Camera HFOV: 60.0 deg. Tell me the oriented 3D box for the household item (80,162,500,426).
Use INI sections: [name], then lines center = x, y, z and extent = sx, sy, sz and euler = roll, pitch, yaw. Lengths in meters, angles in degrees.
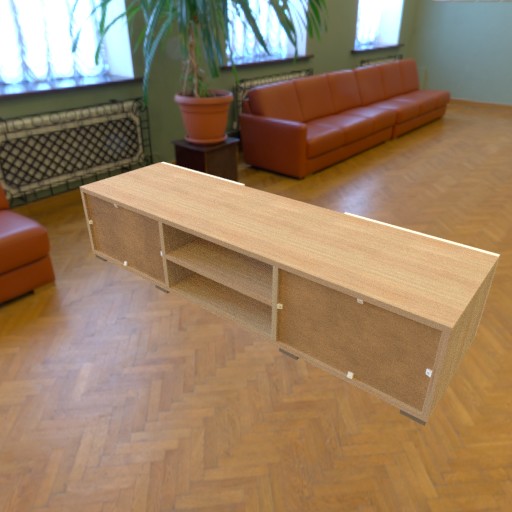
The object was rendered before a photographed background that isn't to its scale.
[household item]
center = 0.000, 0.000, 1.541
extent = 1.400, 0.310, 0.420
euler = 21, 35, 33
